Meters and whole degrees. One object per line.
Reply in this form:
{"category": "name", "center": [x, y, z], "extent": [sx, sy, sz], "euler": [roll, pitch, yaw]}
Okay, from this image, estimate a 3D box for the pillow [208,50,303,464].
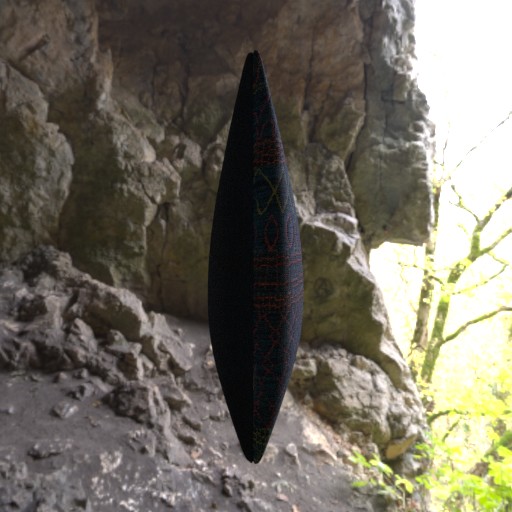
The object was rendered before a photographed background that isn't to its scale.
{"category": "pillow", "center": [0.000, 0.000, 0.670], "extent": [0.141, 0.431, 0.431], "euler": [0, 0, 1]}
